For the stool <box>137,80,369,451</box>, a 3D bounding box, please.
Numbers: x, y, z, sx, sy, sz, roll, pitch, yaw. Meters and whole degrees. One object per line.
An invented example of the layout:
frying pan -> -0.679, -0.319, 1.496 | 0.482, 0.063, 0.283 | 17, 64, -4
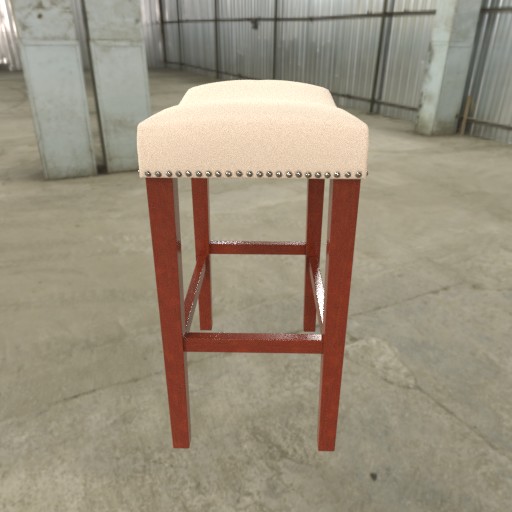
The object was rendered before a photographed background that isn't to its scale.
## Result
stool -> 0.000, 0.000, 1.048 | 0.372, 0.742, 0.504 | 1, 26, 1
